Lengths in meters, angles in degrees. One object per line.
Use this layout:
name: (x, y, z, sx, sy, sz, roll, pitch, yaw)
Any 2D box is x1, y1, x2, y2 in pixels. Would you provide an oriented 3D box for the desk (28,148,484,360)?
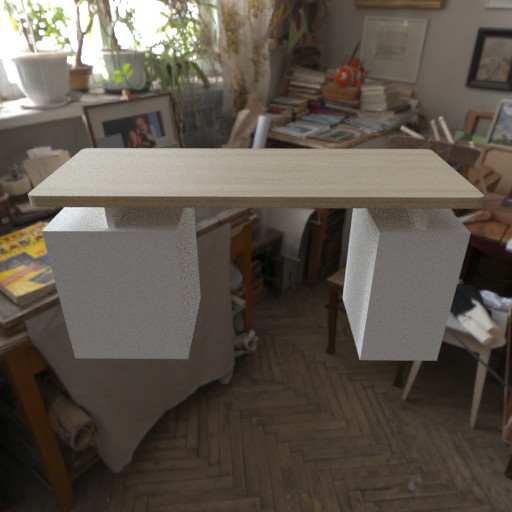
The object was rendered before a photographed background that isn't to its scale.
desk: (0.000, 0.000, 1.862, 1.500, 0.755, 0.550, 0, 30, 0)
